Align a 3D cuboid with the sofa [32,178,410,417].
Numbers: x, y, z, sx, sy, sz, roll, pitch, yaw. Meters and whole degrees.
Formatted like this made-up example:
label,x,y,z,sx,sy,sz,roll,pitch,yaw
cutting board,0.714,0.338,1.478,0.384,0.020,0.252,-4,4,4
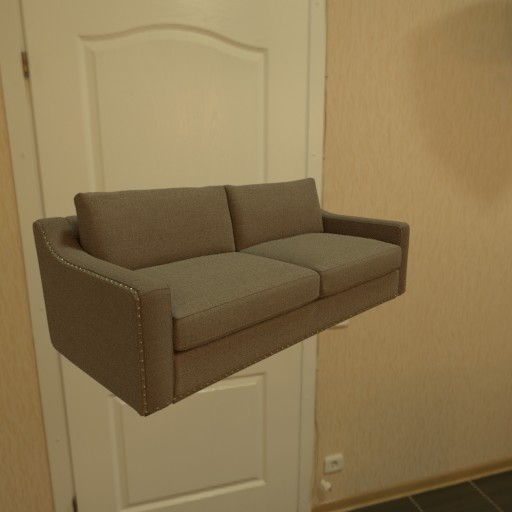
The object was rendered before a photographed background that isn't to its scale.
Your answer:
label,x,y,z,sx,sy,sz,roll,pitch,yaw
sofa,0.000,0.000,2.714,1.000,0.857,2.208,13,18,43
